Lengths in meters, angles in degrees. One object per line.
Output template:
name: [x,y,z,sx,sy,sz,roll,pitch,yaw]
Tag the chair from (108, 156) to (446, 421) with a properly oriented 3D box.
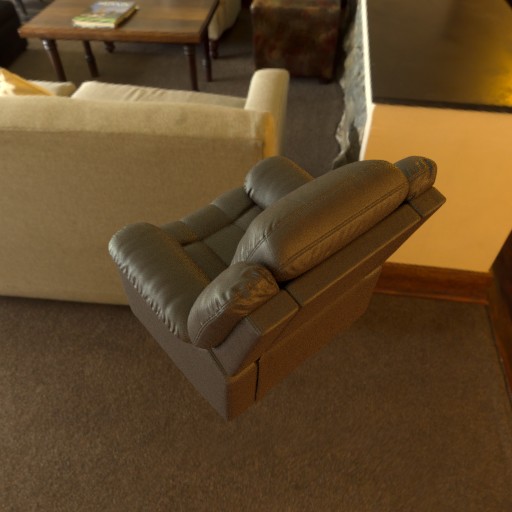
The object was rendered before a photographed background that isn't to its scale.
chair: [0.000,0.000,1.709,0.899,1.009,0.934,-32,54,-27]
